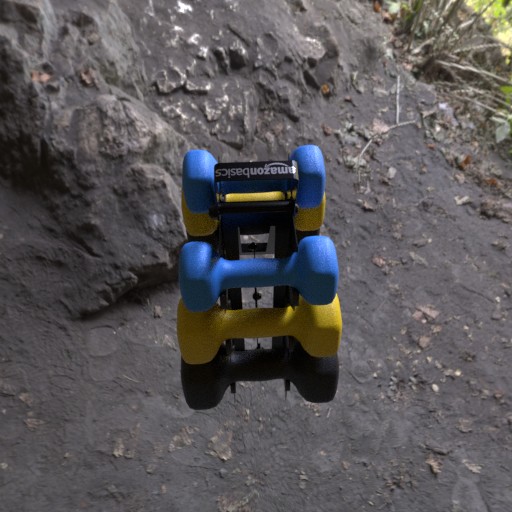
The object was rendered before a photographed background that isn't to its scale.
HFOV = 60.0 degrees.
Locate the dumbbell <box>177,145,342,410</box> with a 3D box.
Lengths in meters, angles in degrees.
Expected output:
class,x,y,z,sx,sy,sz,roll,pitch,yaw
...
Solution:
class,x,y,z,sx,sy,sz,roll,pitch,yaw
dumbbell,0.000,0.000,0.679,0.255,0.426,0.409,-2,64,-1
